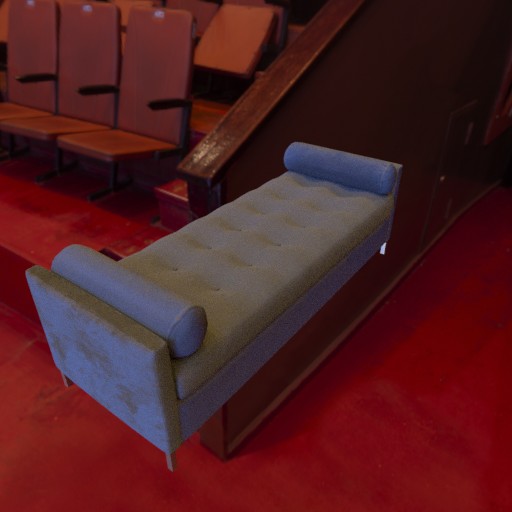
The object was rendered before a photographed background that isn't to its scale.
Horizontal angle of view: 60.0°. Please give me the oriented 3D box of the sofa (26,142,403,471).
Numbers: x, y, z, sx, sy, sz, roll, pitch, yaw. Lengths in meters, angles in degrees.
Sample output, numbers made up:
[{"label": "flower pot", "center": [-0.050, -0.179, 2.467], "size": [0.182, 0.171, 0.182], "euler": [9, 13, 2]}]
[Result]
[{"label": "sofa", "center": [0.000, 0.000, 2.437], "size": [0.796, 0.705, 2.102], "euler": [22, 38, 31]}]
